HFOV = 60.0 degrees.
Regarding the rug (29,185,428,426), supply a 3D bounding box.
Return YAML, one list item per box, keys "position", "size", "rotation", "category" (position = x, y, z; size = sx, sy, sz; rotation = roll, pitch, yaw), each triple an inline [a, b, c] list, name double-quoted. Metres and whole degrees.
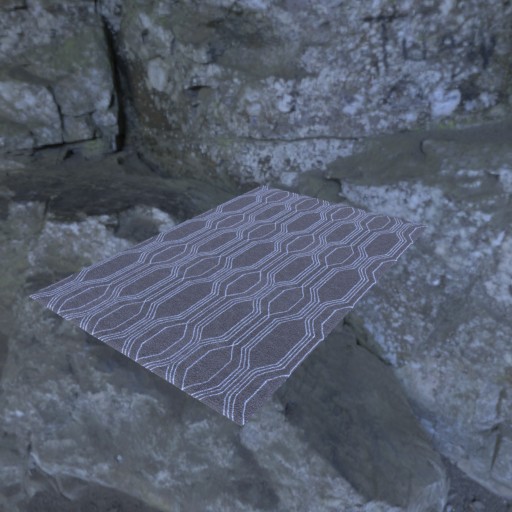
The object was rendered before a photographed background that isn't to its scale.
- position: [0.000, 0.000, 2.356]
  size: [1.239, 0.012, 1.836]
  rotation: [19, 34, 31]
  category: "rug"
